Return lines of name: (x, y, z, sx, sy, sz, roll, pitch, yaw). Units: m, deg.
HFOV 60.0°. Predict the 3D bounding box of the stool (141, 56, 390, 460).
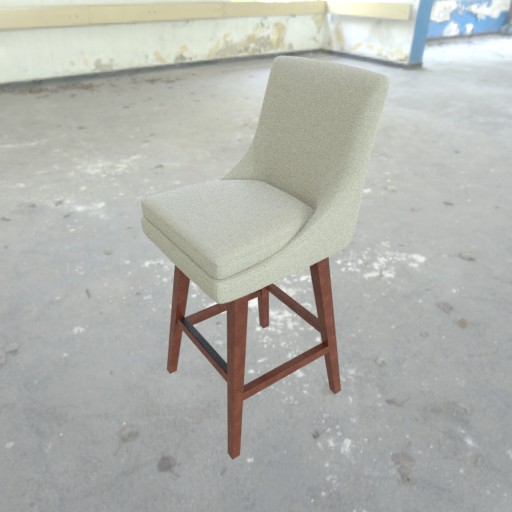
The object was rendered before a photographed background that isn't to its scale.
stool: (0.000, 0.000, 1.401, 0.559, 1.092, 0.470, -21, 37, -30)
